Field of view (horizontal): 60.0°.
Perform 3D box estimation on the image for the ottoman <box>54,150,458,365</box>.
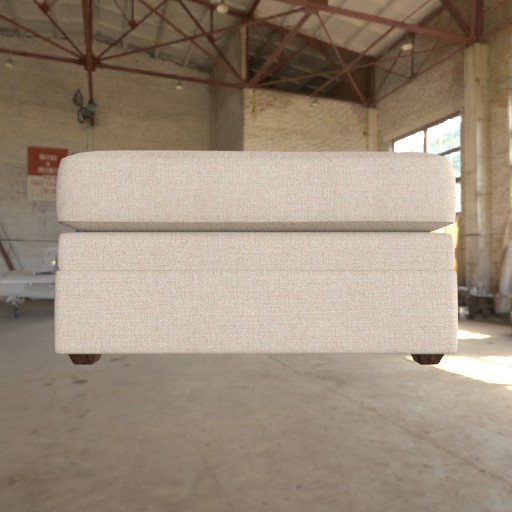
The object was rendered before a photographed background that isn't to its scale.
[{"bbox_3d":[0.000,0.000,1.227,0.885,0.478,0.637,0,-1,0],"label":"ottoman"}]
